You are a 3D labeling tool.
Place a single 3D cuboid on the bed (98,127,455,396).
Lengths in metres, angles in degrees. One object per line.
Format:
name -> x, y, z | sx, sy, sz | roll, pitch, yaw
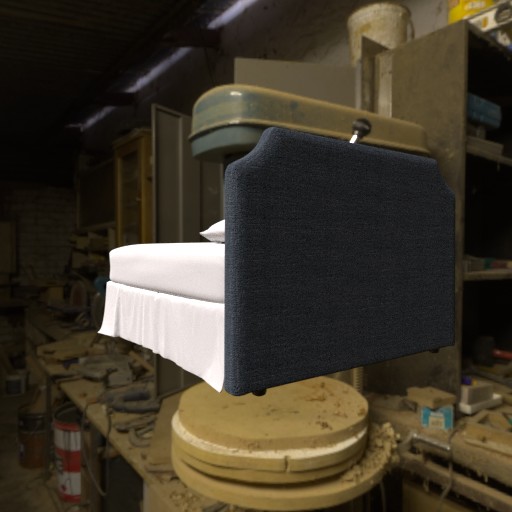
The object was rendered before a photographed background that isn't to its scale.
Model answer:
bed -> 0.000, 0.000, 3.400 | 1.828, 1.297, 2.208 | -1, 1, -36
